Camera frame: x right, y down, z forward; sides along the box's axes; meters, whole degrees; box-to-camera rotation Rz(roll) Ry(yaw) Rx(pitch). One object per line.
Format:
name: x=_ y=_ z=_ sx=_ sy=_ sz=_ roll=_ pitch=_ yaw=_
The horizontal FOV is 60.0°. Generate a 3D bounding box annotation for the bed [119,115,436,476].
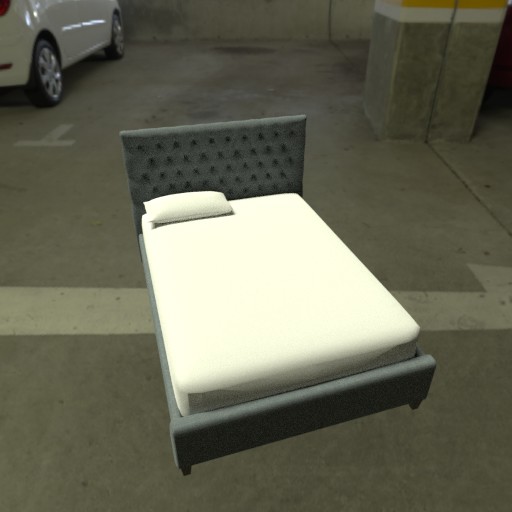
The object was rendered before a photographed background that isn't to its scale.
bed: x=0.000 y=0.000 z=3.382 sx=1.698 sy=1.411 sz=2.335 roll=-10 pitch=34 yaw=-15
